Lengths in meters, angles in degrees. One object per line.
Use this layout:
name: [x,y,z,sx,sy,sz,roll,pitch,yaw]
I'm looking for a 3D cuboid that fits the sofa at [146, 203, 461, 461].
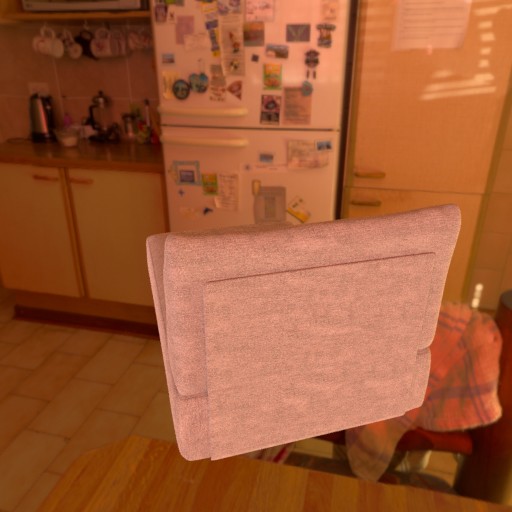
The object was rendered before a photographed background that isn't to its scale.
sofa: [0.000,0.000,2.003,0.930,0.820,1.450,-7,25,-15]
